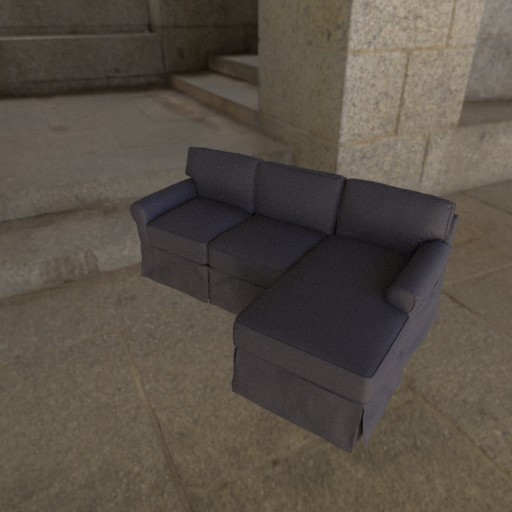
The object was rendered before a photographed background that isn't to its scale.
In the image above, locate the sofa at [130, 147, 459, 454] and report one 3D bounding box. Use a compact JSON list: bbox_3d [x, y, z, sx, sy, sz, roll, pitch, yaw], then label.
[{"bbox_3d":[0.000,0.000,3.371,2.518,1.039,1.637,18,35,29],"label":"sofa"}]
